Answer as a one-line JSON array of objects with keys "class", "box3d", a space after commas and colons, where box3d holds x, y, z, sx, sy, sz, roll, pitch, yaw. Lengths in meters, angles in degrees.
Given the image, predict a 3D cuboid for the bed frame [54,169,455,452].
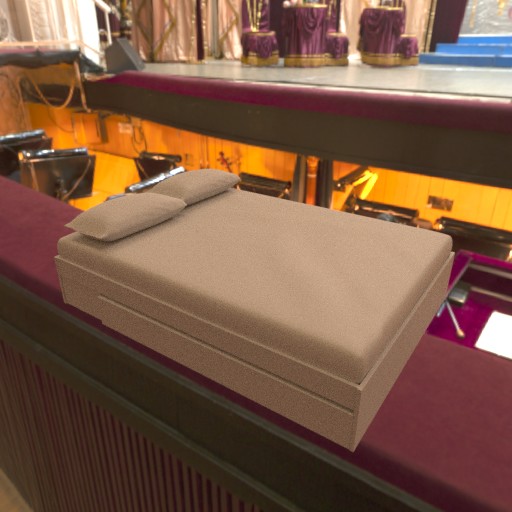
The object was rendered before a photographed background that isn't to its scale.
[{"class": "bed frame", "box3d": [0.000, 0.000, 2.670, 1.950, 0.629, 1.450, 17, 31, 31]}]
